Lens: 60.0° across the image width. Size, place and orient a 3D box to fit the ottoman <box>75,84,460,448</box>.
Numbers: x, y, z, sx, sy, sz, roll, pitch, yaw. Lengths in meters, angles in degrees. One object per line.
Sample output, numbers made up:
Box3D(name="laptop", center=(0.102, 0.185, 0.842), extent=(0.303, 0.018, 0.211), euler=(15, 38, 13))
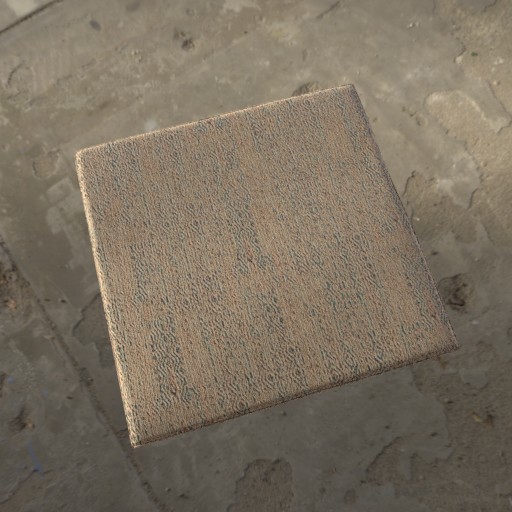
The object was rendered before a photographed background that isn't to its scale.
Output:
Box3D(name="ottoman", center=(0.000, 0.000, 1.530), extent=(1.004, 0.356, 0.968), euler=(-15, 75, -4))
